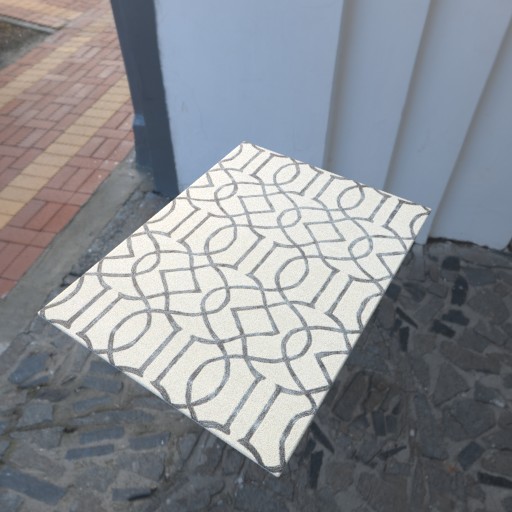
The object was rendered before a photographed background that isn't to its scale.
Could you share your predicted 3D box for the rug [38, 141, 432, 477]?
[{"bbox_3d":[0.000,0.000,3.899,2.211,0.021,2.910,25,52,22],"label":"rug"}]
